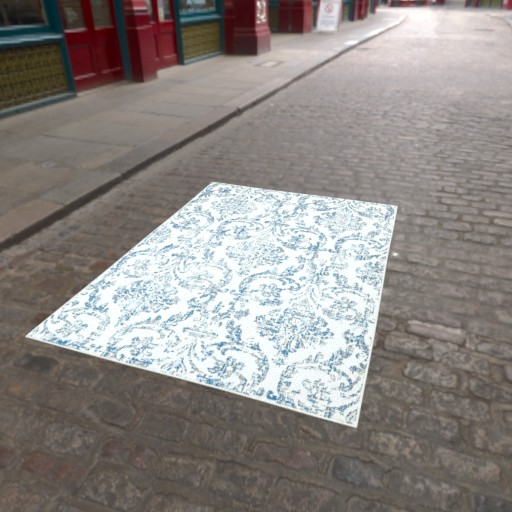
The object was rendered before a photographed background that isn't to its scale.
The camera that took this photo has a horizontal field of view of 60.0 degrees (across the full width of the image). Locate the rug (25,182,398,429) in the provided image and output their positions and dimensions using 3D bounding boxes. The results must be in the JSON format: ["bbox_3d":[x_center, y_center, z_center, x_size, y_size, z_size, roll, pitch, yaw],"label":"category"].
[{"bbox_3d":[0.000,0.000,2.799,1.586,0.014,2.197,10,32,17],"label":"rug"}]
